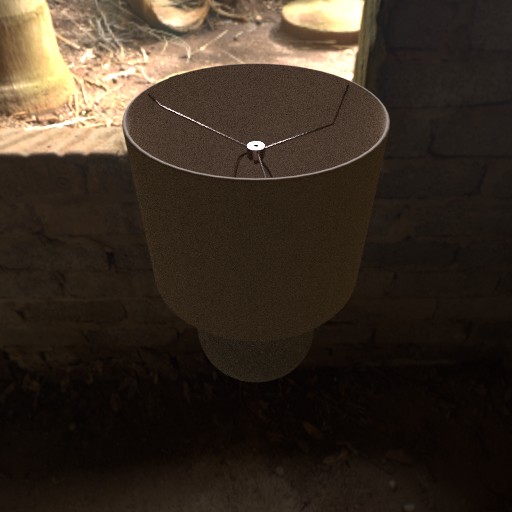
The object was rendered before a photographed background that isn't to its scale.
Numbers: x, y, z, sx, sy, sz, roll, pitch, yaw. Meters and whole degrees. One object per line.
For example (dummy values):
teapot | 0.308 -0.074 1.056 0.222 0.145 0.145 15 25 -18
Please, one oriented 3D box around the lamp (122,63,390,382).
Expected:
lamp | 0.000 0.000 0.592 0.269 0.409 0.269 -26 48 -25
